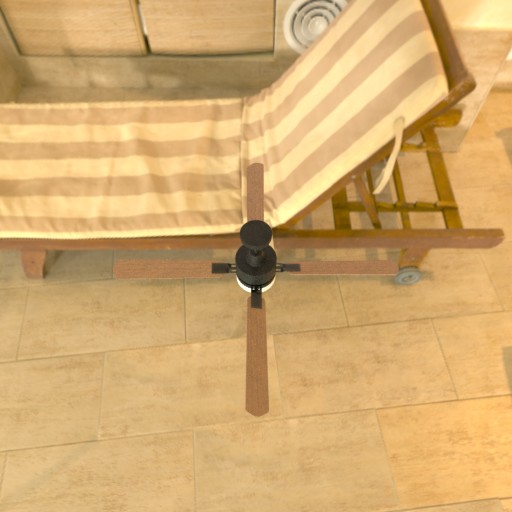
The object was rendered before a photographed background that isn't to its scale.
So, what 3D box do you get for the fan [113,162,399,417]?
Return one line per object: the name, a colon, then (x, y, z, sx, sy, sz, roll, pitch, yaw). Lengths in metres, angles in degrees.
fan: (0.000, 0.000, 1.957, 1.320, 0.355, 1.320, 0, 58, 0)
